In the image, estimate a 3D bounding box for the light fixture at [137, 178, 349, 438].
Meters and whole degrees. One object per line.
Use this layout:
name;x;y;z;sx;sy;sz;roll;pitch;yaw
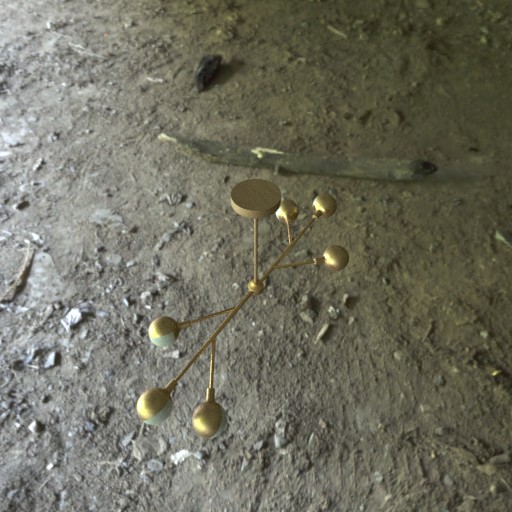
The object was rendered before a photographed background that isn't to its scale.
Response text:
light fixture;0.000;0.000;1.016;0.778;0.362;0.434;-32;55;-26
